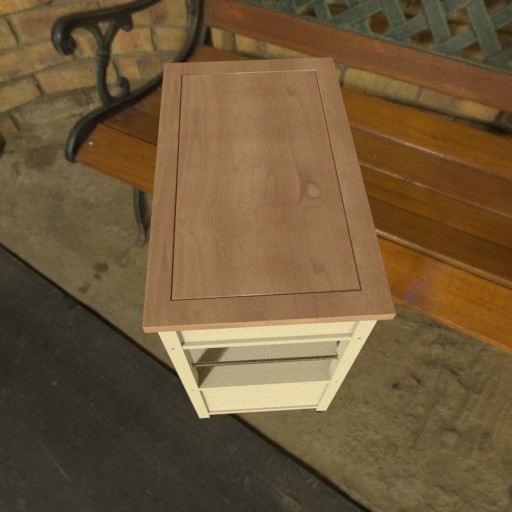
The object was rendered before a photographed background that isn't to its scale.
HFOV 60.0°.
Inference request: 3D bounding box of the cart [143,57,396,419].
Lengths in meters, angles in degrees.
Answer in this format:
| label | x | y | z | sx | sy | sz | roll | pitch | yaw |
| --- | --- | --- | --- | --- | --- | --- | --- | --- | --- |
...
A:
| label | x | y | z | sx | sy | sz | roll | pitch | yaw |
| --- | --- | --- | --- | --- | --- | --- | --- | --- | --- |
| cart | 0.000 | 0.000 | 1.398 | 0.459 | 0.901 | 0.840 | -3 | 58 | -2 |
